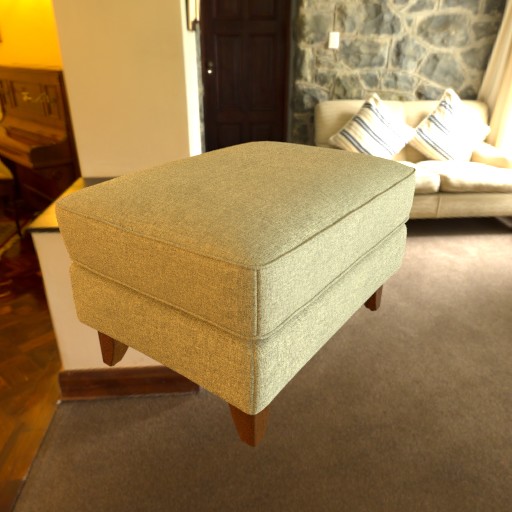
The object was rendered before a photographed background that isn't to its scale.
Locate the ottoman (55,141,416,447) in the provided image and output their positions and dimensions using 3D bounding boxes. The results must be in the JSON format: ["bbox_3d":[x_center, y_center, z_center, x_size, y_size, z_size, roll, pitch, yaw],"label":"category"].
[{"bbox_3d":[0.000,0.000,1.324,0.661,0.561,0.889,17,30,32],"label":"ottoman"}]
